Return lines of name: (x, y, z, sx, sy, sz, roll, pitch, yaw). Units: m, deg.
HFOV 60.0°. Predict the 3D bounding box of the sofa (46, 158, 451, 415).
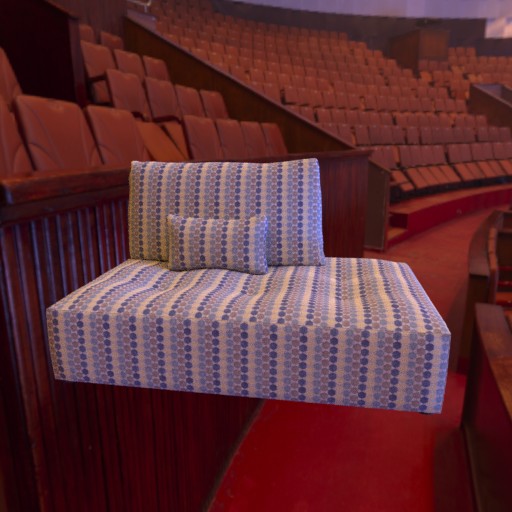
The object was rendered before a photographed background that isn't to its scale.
sofa: (0.000, 0.000, 1.962, 1.450, 0.820, 1.000, 2, 15, 9)
